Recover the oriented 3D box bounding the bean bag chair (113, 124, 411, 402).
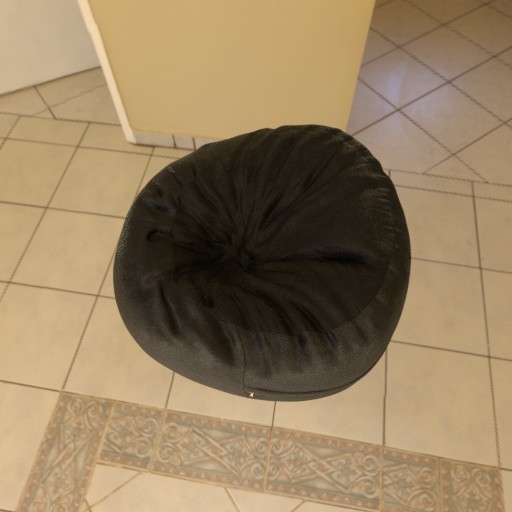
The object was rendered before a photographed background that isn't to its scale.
[{"bbox_3d":[0.000,0.000,2.407,1.524,0.878,1.524,0,59,0],"label":"bean bag chair"}]
